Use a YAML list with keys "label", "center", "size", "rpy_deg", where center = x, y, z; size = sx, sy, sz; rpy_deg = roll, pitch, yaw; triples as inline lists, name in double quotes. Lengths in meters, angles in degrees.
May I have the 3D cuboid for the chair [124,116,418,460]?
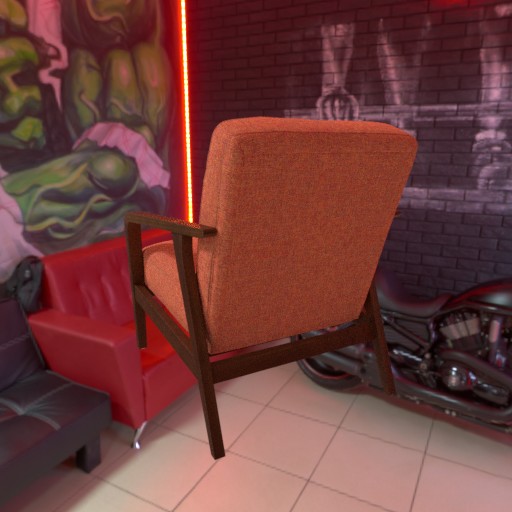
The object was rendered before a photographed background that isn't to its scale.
- label: "chair"
  center: [0.000, 0.000, 1.553]
  size: [0.719, 0.890, 0.860]
  rpy_deg: [-8, 16, -28]
